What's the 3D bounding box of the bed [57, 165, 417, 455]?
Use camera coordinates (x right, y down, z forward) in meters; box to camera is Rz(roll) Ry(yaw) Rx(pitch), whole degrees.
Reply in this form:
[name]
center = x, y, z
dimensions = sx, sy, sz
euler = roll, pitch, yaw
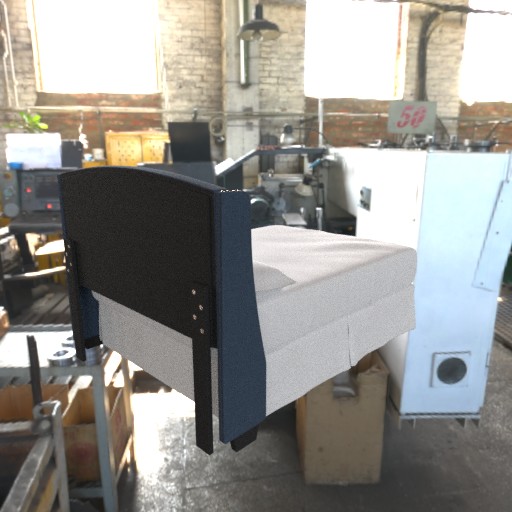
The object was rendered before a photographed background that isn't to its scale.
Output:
[bed]
center = 0.000, 0.000, 3.360
dimensions = 1.710, 1.407, 2.237
euler = 13, 19, 43
